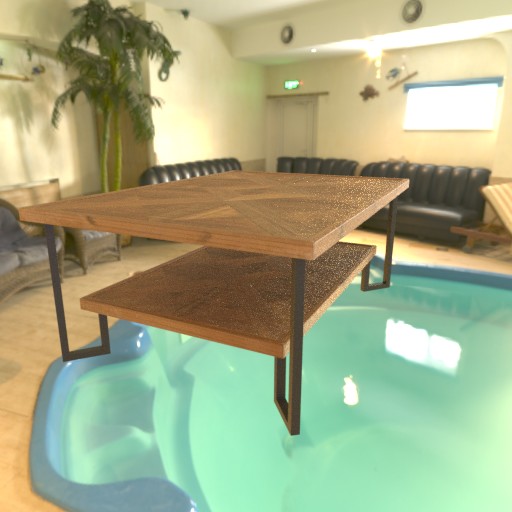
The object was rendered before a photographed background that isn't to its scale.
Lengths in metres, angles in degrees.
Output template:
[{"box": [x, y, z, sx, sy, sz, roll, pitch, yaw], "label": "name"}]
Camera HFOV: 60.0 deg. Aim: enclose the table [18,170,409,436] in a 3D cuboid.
[{"box": [0.000, 0.000, 1.655, 0.877, 0.492, 1.238, 8, 18, 26], "label": "table"}]
